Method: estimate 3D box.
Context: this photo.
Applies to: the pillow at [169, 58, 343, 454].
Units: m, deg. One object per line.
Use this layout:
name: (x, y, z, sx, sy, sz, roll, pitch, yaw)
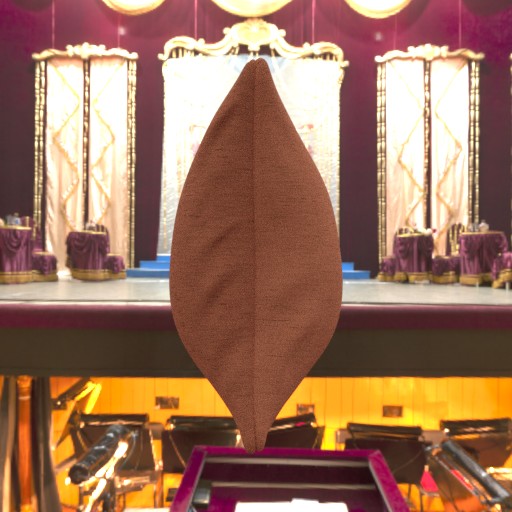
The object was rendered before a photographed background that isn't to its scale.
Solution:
pillow: (0.000, 0.000, 0.667, 0.246, 0.415, 0.432, 0, 0, 0)
